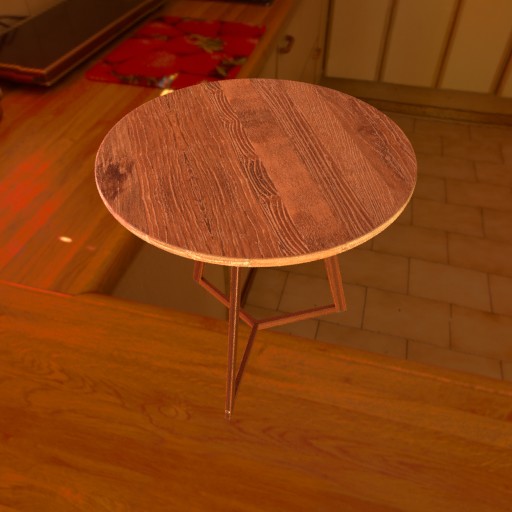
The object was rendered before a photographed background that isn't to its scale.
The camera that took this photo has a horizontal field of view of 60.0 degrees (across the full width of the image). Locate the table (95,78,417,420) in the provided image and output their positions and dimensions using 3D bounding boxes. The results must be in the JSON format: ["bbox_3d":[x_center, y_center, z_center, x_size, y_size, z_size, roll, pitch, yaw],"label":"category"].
[{"bbox_3d":[0.000,0.000,0.885,0.500,0.500,0.500,0,46,0],"label":"table"}]
